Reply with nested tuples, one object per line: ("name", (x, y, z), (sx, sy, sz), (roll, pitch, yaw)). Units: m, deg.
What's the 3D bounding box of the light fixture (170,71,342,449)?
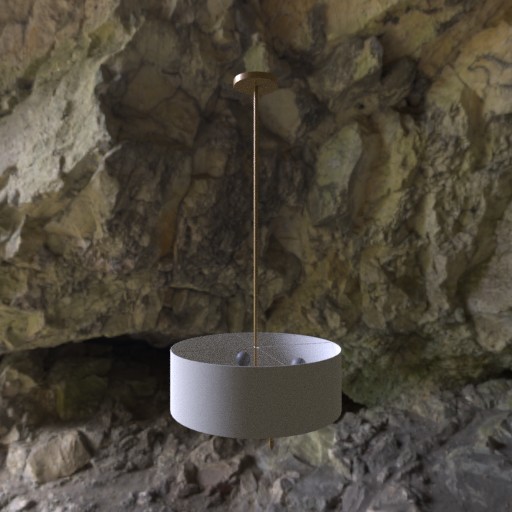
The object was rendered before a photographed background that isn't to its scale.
("light fixture", (0.000, 0.000, 1.344), (0.508, 1.067, 0.508), (0, 0, 0))
